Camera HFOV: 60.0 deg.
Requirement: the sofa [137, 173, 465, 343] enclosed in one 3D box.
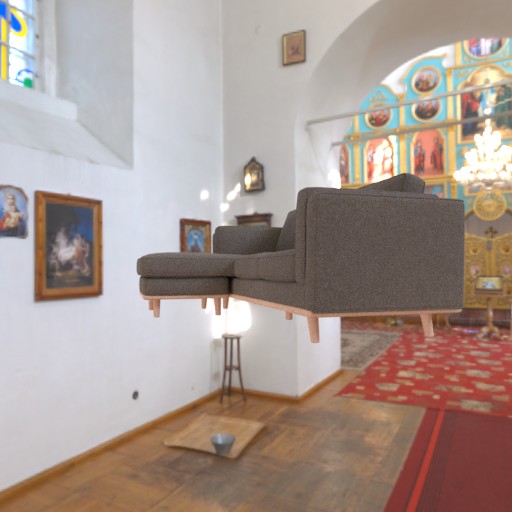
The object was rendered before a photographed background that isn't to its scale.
[{"bbox_3d":[0.000,0.000,3.198,1.604,0.929,2.411,1,-2,-17],"label":"sofa"}]
